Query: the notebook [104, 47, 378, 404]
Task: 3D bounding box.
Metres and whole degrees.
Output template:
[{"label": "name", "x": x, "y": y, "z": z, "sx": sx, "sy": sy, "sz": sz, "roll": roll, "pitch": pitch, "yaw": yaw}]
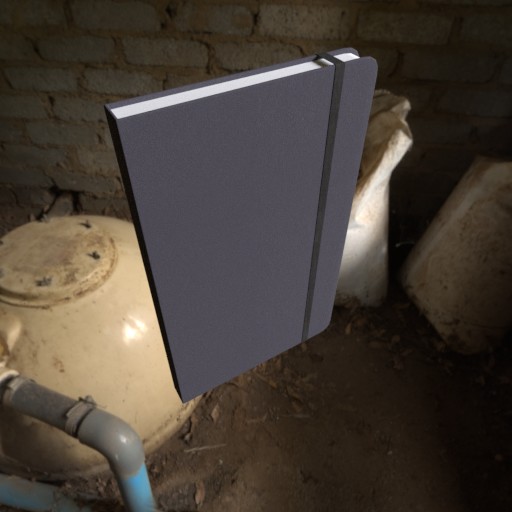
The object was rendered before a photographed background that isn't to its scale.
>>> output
[{"label": "notebook", "x": 0.000, "y": 0.000, "z": 0.262, "sx": 0.127, "sy": 0.213, "sz": 0.016, "roll": -23, "pitch": 49, "yaw": -22}]
